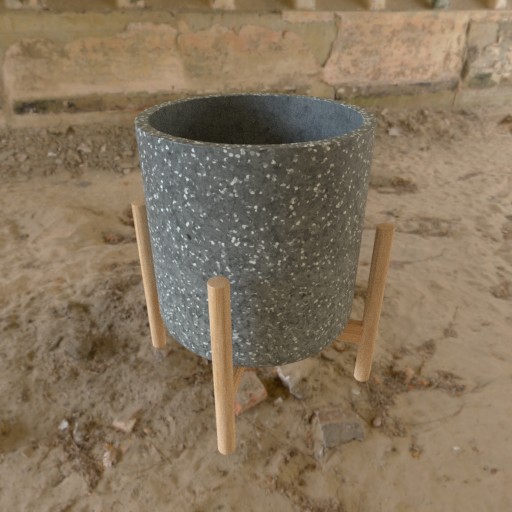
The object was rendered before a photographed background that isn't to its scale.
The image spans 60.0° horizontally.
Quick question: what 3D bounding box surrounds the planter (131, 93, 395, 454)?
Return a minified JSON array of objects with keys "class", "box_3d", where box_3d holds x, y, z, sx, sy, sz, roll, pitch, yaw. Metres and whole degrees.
[{"class":"planter","box_3d":[0.000,0.000,0.673,0.360,0.419,0.360,20,36,30]}]
